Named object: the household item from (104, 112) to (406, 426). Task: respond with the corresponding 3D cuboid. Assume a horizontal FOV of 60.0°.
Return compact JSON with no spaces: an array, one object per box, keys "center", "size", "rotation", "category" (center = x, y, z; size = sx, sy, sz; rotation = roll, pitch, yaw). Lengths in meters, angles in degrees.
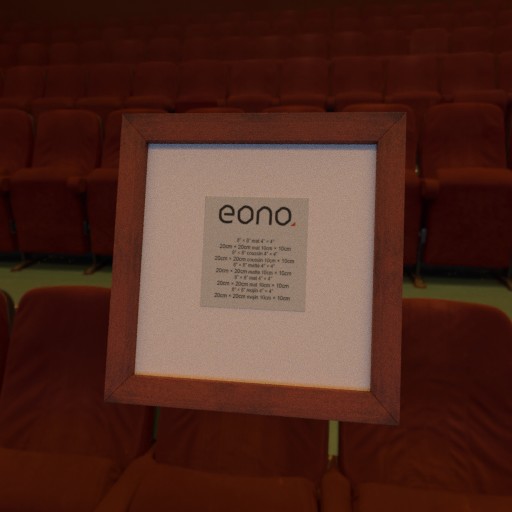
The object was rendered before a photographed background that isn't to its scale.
[{"center":[0.000,0.000,0.388],"size":[0.240,0.240,0.131],"rotation":[2,16,7],"category":"household item"}]
